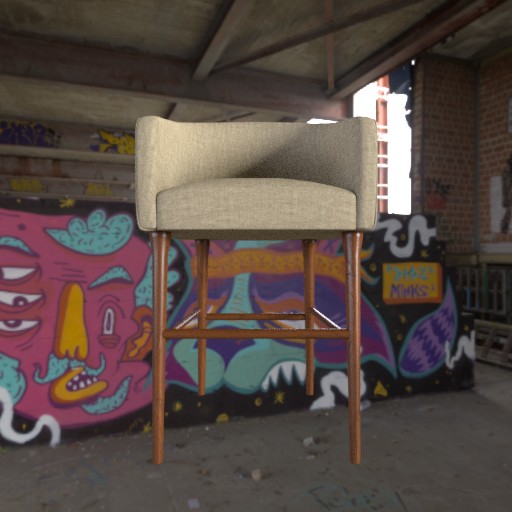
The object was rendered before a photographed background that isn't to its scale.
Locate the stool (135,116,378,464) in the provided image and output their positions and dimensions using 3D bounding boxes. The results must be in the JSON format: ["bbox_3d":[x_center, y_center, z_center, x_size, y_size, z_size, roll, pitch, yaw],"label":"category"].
[{"bbox_3d":[0.000,0.000,1.298,0.559,0.952,0.635,0,-1,0],"label":"stool"}]
